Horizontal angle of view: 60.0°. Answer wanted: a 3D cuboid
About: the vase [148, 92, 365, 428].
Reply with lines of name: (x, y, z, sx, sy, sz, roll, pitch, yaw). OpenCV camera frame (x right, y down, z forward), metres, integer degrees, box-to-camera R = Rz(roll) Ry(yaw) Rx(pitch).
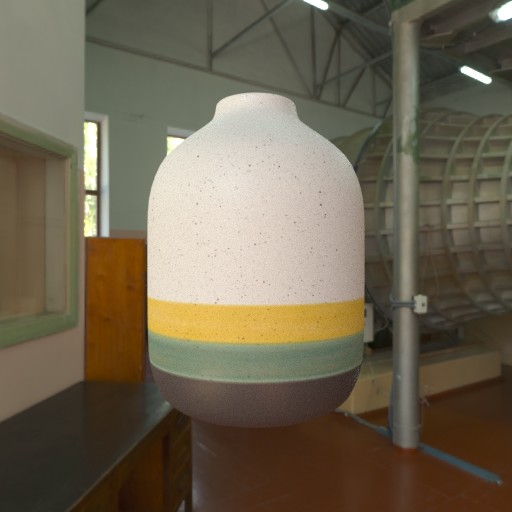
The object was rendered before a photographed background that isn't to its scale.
vase: (0.000, 0.000, 0.356, 0.169, 0.240, 0.169, 0, 0, 0)
